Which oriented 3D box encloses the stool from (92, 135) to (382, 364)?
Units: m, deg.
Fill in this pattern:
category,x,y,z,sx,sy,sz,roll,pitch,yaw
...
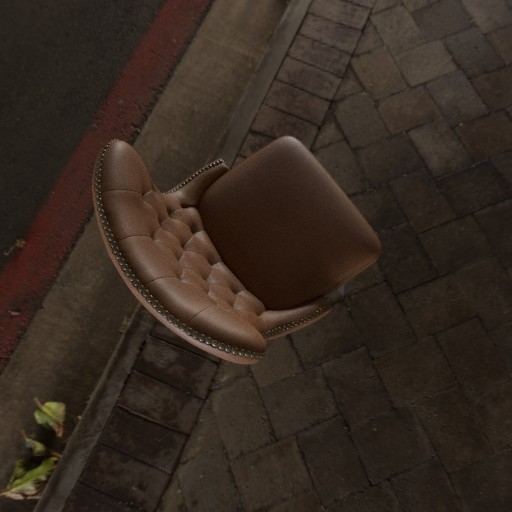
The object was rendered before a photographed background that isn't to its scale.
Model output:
category,x,y,z,sx,sy,sz,roll,pitch,yaw
stool,0.000,0.000,1.285,0.593,0.971,0.528,-34,77,-9
